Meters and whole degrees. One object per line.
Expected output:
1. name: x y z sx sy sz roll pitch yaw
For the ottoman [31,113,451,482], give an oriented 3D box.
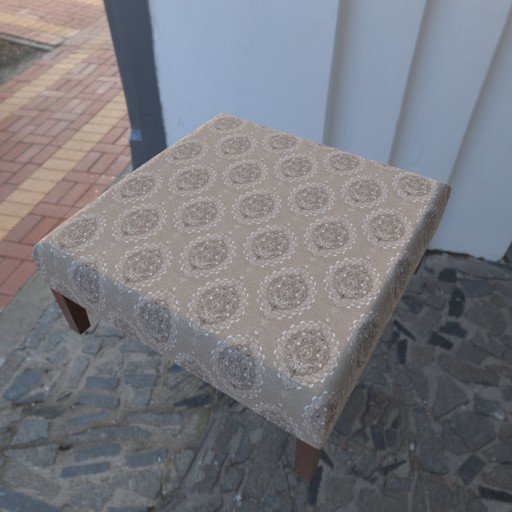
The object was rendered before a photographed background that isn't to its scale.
1. ottoman: 0.000 0.000 1.388 0.889 0.411 0.890 24 50 22
